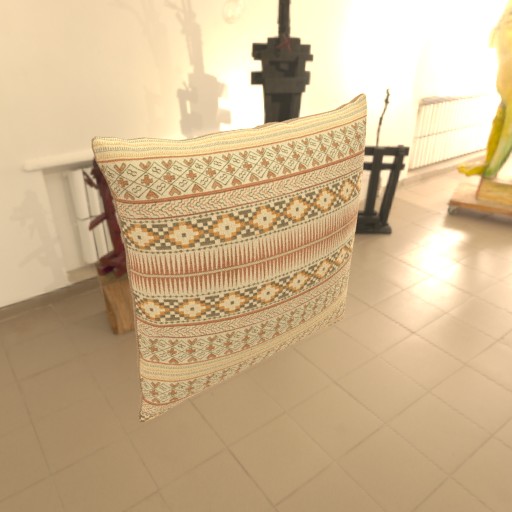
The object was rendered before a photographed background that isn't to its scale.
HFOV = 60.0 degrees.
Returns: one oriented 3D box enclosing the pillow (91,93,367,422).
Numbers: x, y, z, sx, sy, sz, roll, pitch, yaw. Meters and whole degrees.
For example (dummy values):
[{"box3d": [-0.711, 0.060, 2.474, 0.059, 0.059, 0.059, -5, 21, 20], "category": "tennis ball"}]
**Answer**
[{"box3d": [0.000, 0.000, 0.809, 0.521, 0.519, 0.215, -20, 35, -32], "category": "pillow"}]
